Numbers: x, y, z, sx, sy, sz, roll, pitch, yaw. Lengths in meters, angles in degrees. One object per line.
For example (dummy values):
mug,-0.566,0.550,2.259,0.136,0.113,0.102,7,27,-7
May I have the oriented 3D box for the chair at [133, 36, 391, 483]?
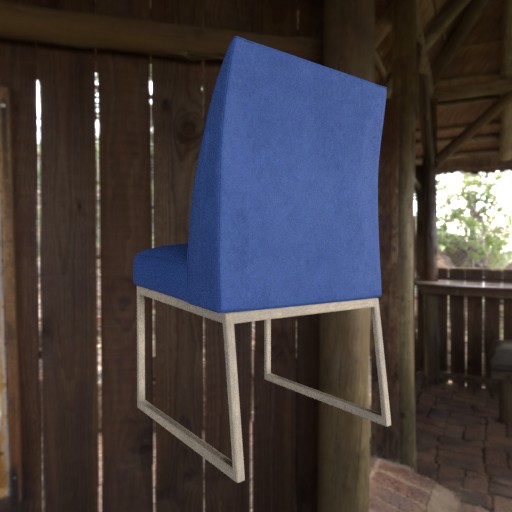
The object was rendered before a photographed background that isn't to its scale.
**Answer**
chair,0.000,0.000,1.195,0.508,0.863,0.522,-1,1,-36
